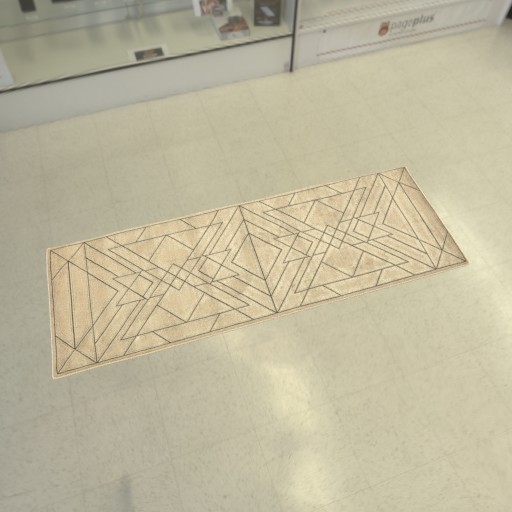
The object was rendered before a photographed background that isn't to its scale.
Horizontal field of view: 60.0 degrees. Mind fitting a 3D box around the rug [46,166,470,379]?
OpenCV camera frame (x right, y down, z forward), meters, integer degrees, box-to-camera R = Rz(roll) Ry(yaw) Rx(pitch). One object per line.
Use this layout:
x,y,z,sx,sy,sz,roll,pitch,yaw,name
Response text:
0.000,0.000,2.625,2.381,0.036,0.831,-14,58,-9,rug
